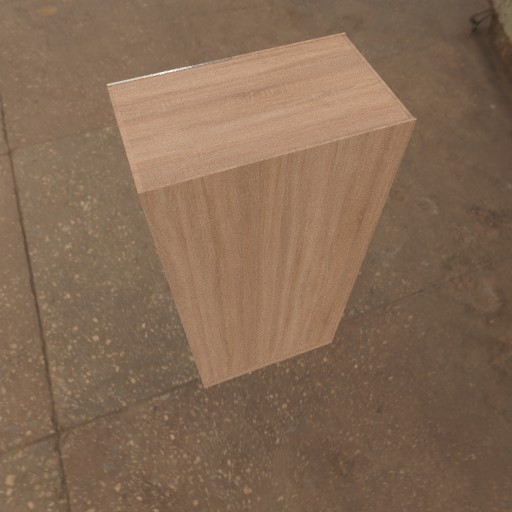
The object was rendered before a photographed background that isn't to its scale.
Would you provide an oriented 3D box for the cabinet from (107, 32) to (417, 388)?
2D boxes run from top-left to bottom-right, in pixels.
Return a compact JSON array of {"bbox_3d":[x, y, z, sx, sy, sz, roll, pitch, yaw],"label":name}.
[{"bbox_3d":[0.000,0.000,2.515,1.001,2.121,0.590,-17,59,-11],"label":"cabinet"}]
